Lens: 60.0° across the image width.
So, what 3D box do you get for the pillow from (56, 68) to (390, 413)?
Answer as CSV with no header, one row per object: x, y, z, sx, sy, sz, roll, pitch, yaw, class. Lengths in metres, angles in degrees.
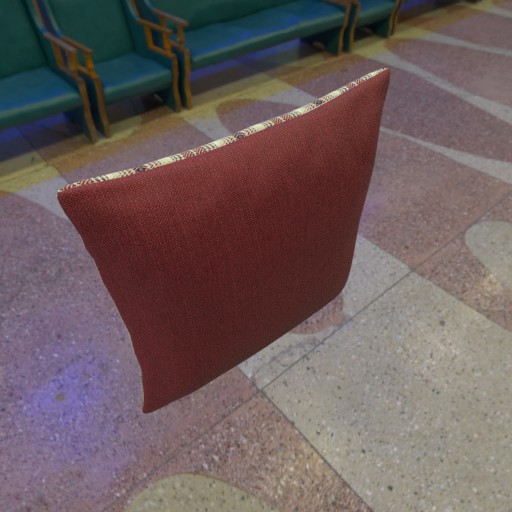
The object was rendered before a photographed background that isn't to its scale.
0.000,0.000,0.730,0.513,0.497,0.166,-29,51,-26,pillow
